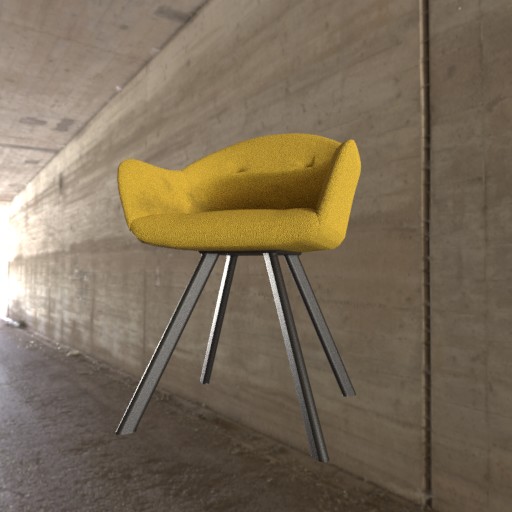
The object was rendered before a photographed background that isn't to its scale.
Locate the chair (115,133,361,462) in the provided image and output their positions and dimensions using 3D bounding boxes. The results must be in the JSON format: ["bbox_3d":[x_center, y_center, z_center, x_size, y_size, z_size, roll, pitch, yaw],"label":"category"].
[{"bbox_3d":[0.000,0.000,1.158,0.545,0.775,0.565,0,-2,18],"label":"chair"}]
